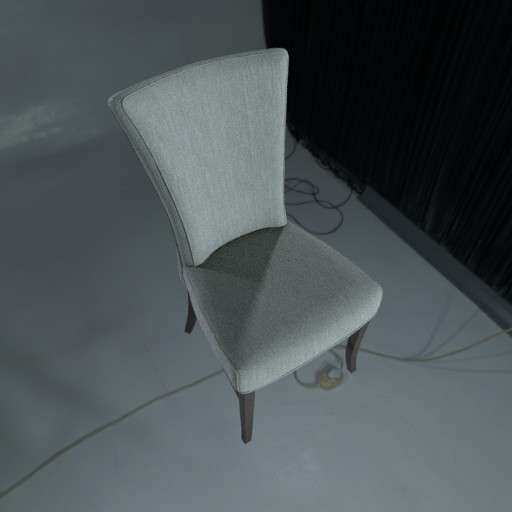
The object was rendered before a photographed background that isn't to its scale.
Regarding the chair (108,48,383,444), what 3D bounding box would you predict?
[{"bbox_3d":[0.000,0.000,1.364,0.520,0.991,0.660,-26,53,-22],"label":"chair"}]
